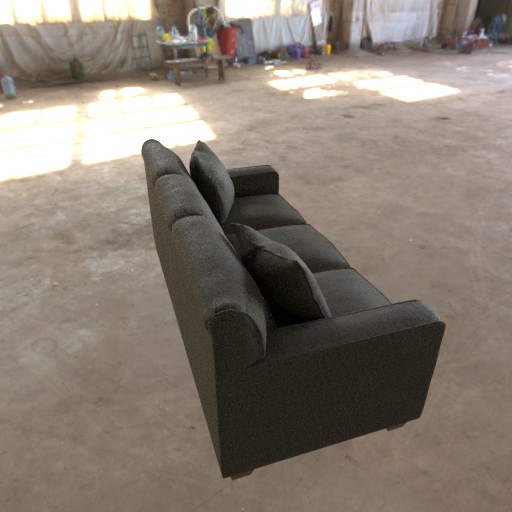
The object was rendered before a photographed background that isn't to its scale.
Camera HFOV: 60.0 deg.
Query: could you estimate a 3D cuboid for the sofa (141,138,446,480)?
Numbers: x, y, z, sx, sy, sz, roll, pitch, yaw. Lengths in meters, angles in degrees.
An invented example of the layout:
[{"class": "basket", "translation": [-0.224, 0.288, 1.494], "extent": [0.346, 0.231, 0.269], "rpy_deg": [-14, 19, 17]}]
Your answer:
[{"class": "sofa", "translation": [0.000, 0.000, 2.523], "extent": [0.997, 0.958, 2.024], "rpy_deg": [-10, 32, -16]}]
